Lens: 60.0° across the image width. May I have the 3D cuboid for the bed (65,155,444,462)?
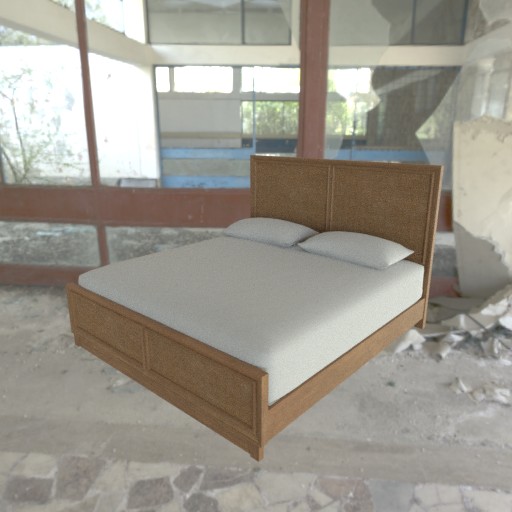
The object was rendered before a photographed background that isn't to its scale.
[{"bbox_3d":[0.000,0.000,3.524,2.003,1.387,2.184,14,21,39],"label":"bed"}]
